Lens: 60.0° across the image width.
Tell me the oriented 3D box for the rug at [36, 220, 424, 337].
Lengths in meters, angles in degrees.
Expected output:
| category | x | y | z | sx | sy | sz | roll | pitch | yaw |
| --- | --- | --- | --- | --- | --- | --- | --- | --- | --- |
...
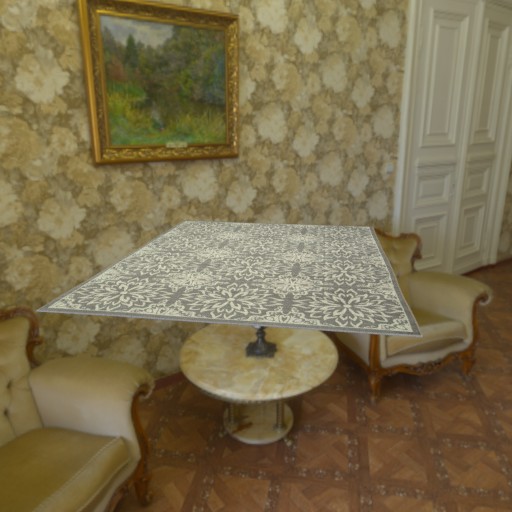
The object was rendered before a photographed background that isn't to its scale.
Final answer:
| category | x | y | z | sx | sy | sz | roll | pitch | yaw |
| --- | --- | --- | --- | --- | --- | --- | --- | --- | --- |
| rug | 0.000 | 0.000 | 4.058 | 2.363 | 0.012 | 2.980 | 2 | 16 | 9 |
